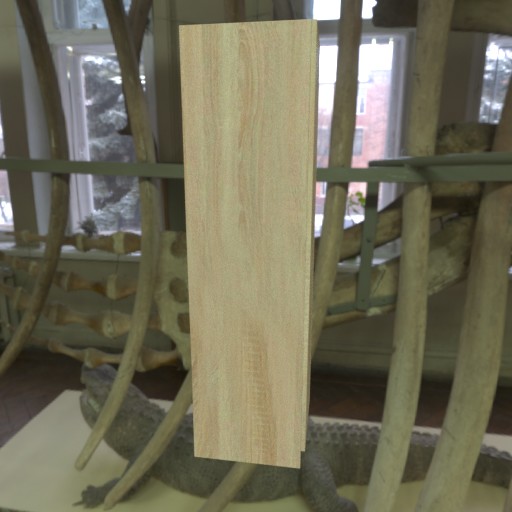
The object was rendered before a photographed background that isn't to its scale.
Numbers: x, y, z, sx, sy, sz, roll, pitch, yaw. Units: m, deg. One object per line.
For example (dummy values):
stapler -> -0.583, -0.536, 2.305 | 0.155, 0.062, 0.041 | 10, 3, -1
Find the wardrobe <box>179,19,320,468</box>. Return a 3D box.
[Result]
wardrobe -> 0.000, 0.000, 2.328 | 0.588, 2.117, 0.496 | 2, 13, 9
